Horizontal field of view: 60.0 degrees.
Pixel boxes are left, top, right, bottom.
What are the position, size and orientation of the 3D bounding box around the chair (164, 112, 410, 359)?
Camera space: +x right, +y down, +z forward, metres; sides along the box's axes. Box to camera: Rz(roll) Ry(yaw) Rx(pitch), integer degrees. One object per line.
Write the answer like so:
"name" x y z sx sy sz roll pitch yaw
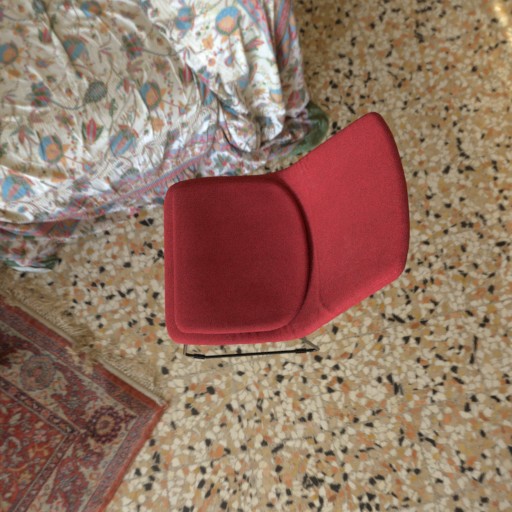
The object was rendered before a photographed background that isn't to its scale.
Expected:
"chair" 0.000 0.000 1.159 0.518 0.858 0.479 -4 75 -1
